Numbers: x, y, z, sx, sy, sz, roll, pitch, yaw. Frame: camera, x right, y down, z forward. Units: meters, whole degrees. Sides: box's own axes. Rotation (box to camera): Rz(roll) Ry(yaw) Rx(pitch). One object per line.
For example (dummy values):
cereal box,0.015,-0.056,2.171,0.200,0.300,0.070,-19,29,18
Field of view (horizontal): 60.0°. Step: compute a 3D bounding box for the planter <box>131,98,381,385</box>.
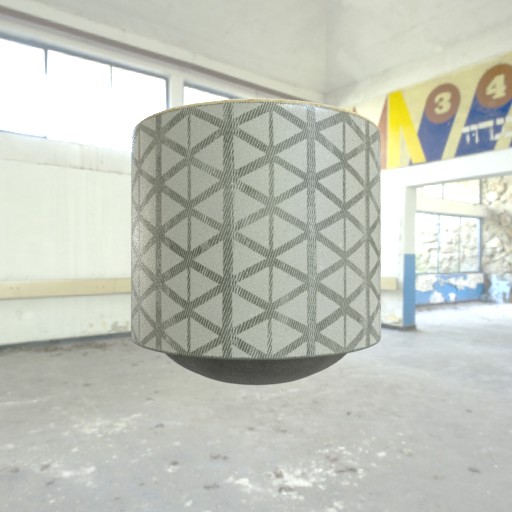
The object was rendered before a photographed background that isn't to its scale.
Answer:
planter,0.000,0.000,0.461,0.250,0.239,0.250,0,0,0
